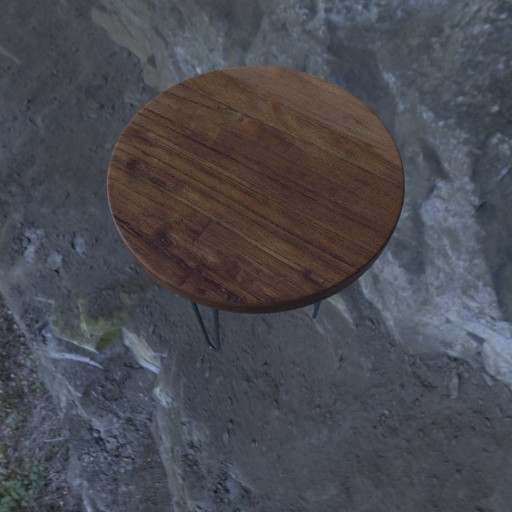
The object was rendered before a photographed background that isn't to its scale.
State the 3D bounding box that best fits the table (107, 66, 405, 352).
[{"bbox_3d":[0.000,0.000,0.827,0.400,0.520,0.400,0,62,0],"label":"table"}]
